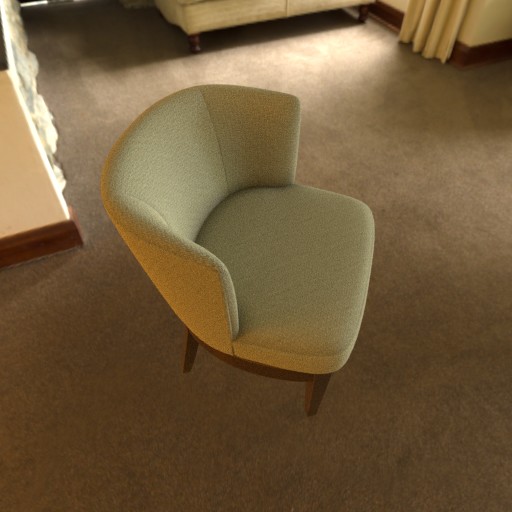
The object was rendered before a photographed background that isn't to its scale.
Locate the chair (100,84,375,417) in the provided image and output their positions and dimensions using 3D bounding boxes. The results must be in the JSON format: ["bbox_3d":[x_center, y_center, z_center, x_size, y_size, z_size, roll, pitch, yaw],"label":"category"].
[{"bbox_3d":[0.000,0.000,1.306,0.660,0.760,0.700,12,48,11],"label":"chair"}]
